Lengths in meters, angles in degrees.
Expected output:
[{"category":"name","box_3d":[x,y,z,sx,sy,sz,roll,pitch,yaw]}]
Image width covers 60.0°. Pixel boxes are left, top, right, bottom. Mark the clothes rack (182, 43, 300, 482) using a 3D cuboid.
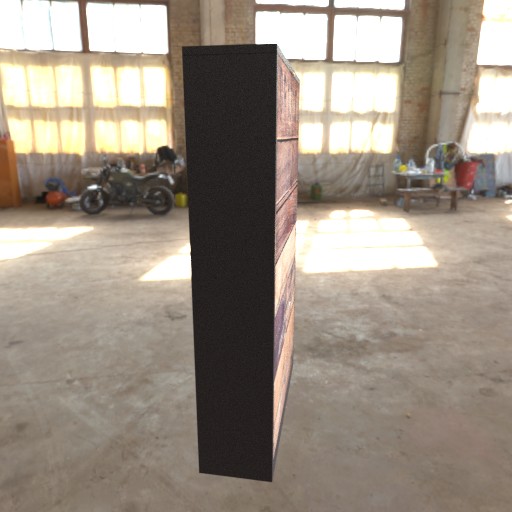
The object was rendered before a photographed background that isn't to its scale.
[{"category":"clothes rack","box_3d":[0.000,0.000,1.616,0.250,1.280,0.750,3,15,9]}]
